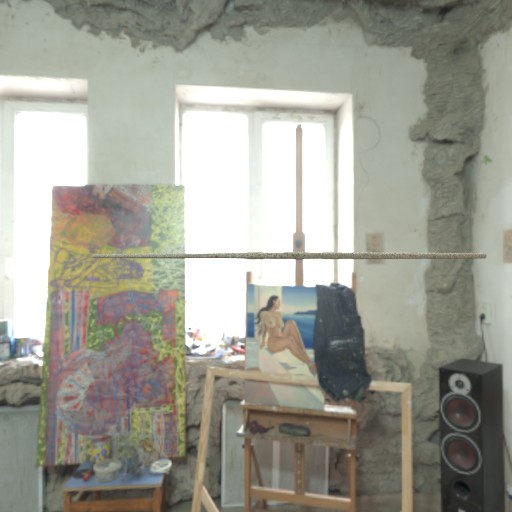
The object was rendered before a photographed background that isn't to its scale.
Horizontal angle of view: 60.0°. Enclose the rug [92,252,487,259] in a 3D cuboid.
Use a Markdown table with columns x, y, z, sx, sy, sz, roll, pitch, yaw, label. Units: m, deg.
| x | y | z | sx | sy | sz | roll | pitch | yaw | label |
| --- | --- | --- | --- | --- | --- | --- | --- | --- | --- |
| 0.000 | 0.000 | 3.079 | 1.524 | 0.030 | 2.438 | 0 | 0 | -36 | rug |
